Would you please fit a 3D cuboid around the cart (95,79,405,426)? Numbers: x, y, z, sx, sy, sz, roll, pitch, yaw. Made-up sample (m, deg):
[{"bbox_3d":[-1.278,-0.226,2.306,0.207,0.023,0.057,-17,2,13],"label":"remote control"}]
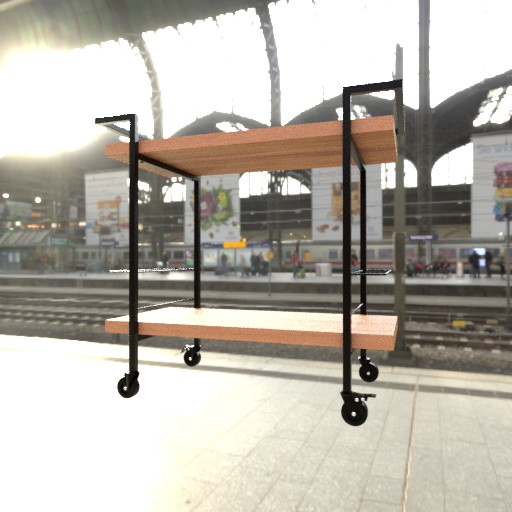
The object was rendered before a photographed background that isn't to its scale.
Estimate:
[{"bbox_3d":[0.000,0.000,1.271,0.806,0.762,0.406,0,0,19],"label":"cart"}]
